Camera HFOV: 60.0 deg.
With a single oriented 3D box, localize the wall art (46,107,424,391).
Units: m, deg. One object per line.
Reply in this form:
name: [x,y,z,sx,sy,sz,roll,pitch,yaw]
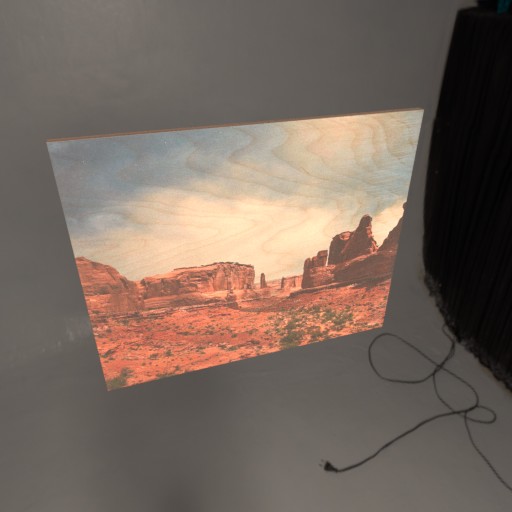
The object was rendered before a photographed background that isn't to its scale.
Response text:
wall art: [0.000,0.000,0.683,0.508,0.406,0.013,-10,33,-16]
